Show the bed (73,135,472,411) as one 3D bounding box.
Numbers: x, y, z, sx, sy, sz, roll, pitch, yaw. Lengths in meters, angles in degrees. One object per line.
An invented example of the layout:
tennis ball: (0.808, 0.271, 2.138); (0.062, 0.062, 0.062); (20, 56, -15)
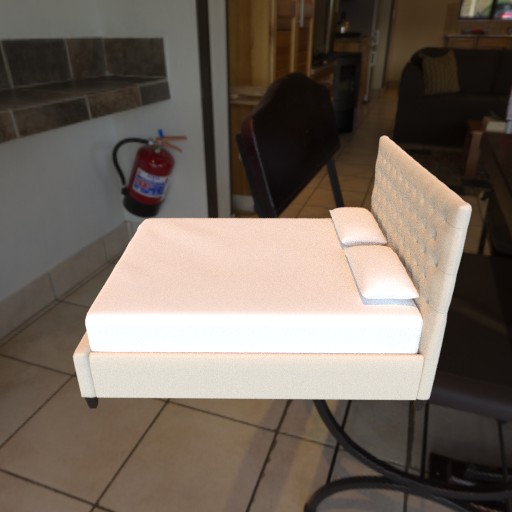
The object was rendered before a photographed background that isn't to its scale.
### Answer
bed: (0.000, 0.000, 3.297); (2.233, 1.426, 1.696); (0, 27, 0)
